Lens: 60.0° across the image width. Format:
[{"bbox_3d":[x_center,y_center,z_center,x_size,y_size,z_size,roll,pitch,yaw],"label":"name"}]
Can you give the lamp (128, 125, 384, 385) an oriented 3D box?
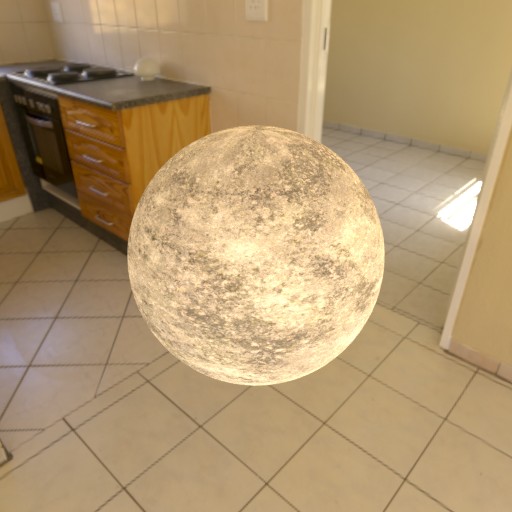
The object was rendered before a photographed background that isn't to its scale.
[{"bbox_3d":[0.000,0.000,0.757,0.422,0.429,0.422,0,31,0],"label":"lamp"}]
